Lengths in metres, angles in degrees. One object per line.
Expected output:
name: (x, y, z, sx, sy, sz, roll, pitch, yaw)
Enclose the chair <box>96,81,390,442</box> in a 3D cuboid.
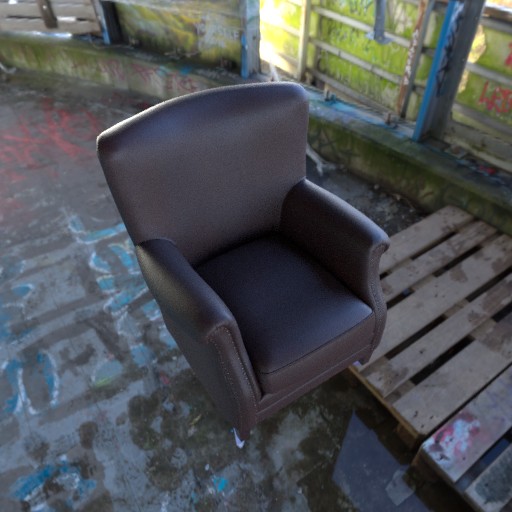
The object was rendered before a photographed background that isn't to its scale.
chair: (0.000, 0.000, 1.393, 0.700, 0.800, 0.746, -24, 49, -23)
